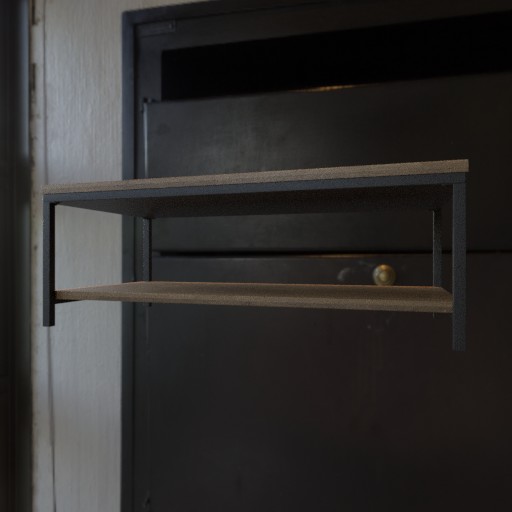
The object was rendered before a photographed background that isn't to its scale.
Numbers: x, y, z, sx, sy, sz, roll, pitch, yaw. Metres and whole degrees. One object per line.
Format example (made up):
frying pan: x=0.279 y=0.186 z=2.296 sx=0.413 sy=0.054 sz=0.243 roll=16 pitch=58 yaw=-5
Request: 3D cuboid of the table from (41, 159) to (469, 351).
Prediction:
table: x=0.000 y=0.000 z=1.348 sx=1.100 sy=0.399 sz=0.551 roll=0 pitch=0 yaw=18
